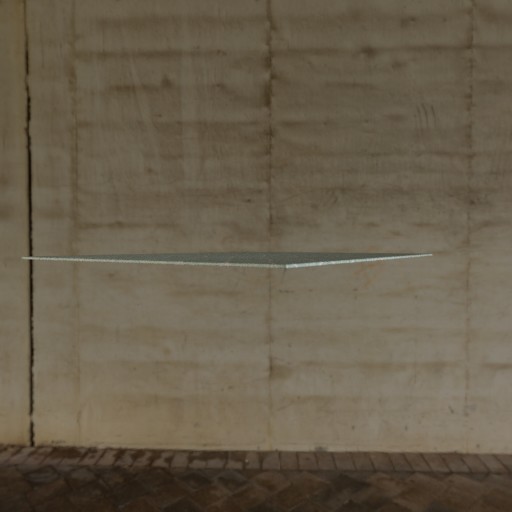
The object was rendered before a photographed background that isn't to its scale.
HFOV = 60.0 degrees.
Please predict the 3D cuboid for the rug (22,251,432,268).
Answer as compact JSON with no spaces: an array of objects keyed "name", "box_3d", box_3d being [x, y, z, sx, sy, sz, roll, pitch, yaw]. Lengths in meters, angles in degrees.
[{"name":"rug","box_3d":[0.000,0.000,4.084,2.420,0.019,3.039,1,2,34]}]
